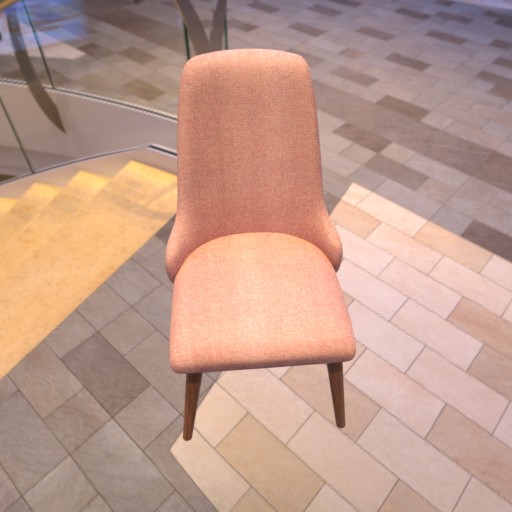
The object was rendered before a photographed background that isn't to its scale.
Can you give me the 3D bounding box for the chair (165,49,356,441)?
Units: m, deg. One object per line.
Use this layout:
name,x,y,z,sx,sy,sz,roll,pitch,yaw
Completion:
chair,0.000,0.000,1.309,0.535,0.918,0.707,-3,47,-3
